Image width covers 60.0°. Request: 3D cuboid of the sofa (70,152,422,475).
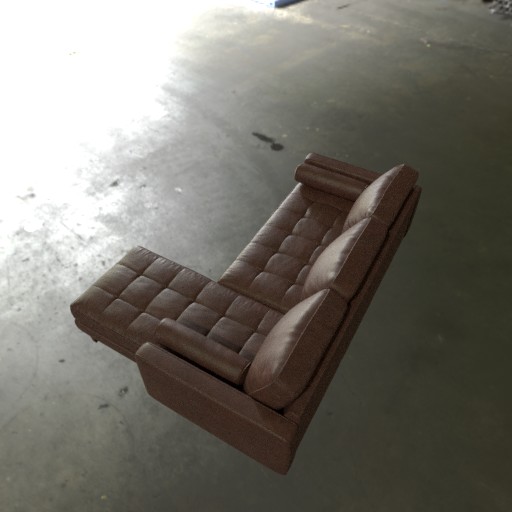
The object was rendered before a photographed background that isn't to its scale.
[{"bbox_3d":[0.000,0.000,3.031,1.613,0.841,2.185,23,51,20],"label":"sofa"}]
